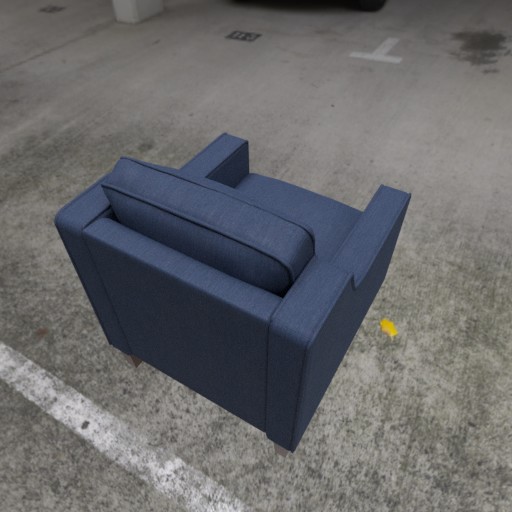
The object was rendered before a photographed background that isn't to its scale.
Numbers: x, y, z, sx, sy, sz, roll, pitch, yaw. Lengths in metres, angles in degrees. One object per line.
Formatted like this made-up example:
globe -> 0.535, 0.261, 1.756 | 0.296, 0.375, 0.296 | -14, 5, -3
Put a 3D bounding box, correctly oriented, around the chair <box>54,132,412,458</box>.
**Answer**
chair -> 0.000, 0.000, 1.640 | 0.831, 0.960, 0.909 | 23, 51, 21
